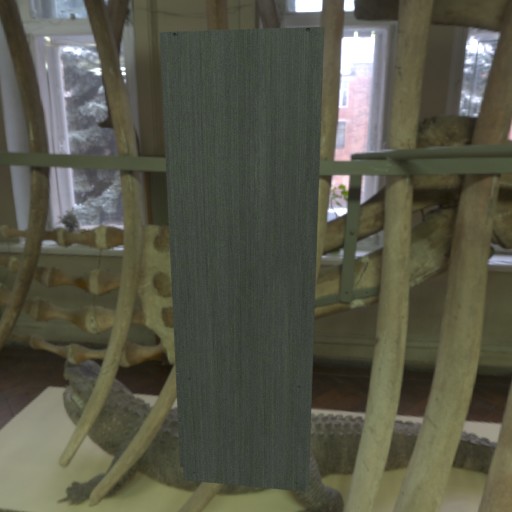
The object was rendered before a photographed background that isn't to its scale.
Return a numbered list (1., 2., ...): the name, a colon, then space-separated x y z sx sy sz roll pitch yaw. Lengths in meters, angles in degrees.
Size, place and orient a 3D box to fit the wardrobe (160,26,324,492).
1. wardrobe: 0.000 0.000 2.180 0.577 1.808 0.991 2 14 7
